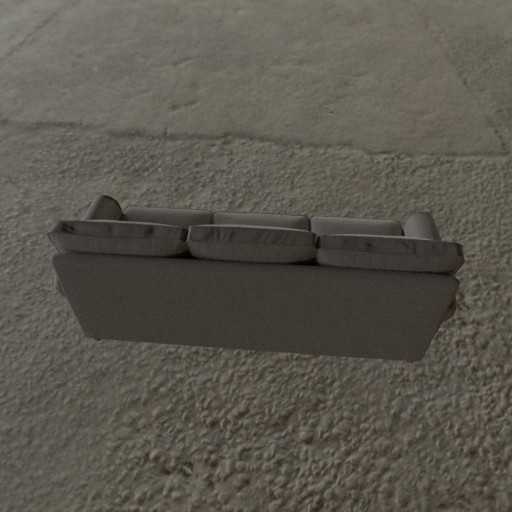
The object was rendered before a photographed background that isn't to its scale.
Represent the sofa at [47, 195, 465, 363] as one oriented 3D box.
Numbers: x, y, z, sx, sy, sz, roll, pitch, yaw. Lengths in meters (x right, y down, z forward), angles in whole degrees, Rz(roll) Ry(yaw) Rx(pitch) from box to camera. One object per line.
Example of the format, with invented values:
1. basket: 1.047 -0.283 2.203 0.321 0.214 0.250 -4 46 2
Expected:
1. sofa: 0.000 0.000 2.876 2.353 0.948 0.966 3 46 3
